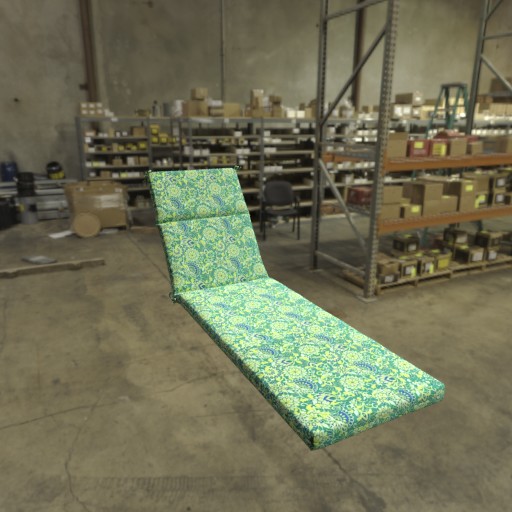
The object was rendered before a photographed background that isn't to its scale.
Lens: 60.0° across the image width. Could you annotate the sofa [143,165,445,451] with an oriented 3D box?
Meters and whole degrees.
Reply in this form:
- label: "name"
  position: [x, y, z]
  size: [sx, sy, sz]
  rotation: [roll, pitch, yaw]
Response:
- label: "sofa"
  position: [0.000, 0.000, 1.929]
  size: [0.582, 0.622, 1.663]
  rotation: [-9, 19, -26]
